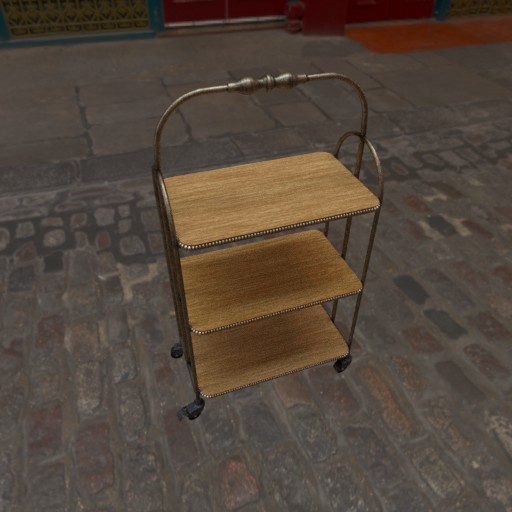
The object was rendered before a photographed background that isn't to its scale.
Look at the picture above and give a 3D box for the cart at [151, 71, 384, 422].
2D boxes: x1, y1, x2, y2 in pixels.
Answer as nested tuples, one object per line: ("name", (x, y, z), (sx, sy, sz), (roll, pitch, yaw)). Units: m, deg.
("cart", (0.000, 0.000, 1.329), (0.650, 1.052, 0.330), (-13, 42, -15))
